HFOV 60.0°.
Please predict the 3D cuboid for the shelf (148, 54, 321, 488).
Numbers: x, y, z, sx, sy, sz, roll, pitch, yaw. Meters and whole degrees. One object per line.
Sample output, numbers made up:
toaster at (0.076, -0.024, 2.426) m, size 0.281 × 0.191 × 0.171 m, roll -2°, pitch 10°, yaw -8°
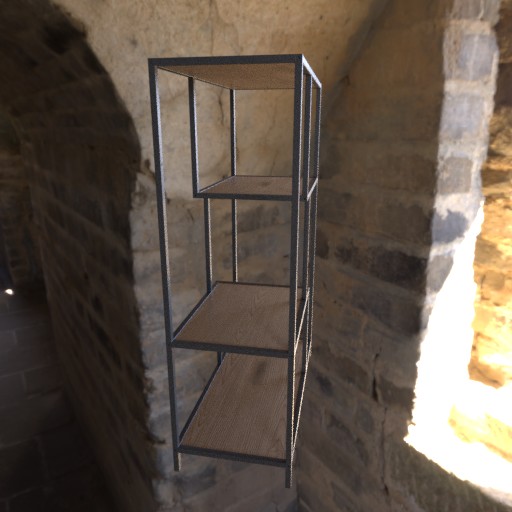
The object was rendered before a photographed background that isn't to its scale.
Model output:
shelf at (0.000, 0.000, 1.494) m, size 0.350 × 1.138 × 0.770 m, roll 3°, pitch 17°, yaw 10°
